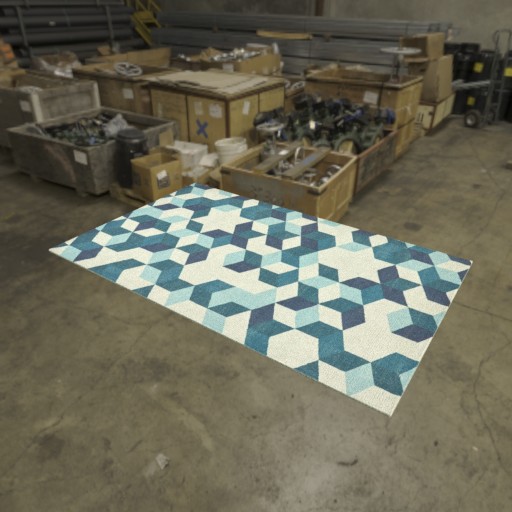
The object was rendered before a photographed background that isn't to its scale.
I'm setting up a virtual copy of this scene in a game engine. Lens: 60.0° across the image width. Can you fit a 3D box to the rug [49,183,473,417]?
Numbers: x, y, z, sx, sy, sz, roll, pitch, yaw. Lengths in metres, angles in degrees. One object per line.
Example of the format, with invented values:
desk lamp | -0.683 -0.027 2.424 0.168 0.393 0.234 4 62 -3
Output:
rug | 0.000 0.000 2.996 2.438 0.015 1.518 20 36 29
